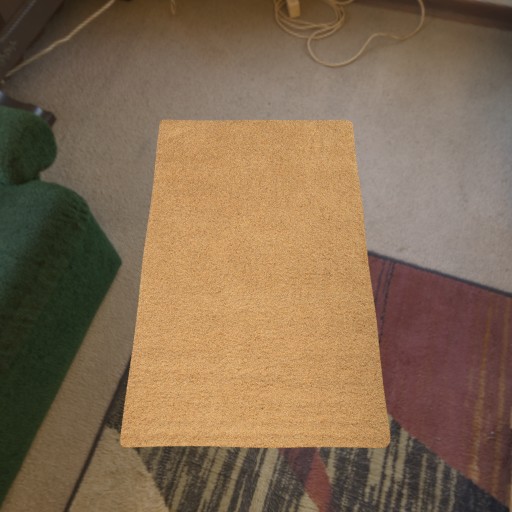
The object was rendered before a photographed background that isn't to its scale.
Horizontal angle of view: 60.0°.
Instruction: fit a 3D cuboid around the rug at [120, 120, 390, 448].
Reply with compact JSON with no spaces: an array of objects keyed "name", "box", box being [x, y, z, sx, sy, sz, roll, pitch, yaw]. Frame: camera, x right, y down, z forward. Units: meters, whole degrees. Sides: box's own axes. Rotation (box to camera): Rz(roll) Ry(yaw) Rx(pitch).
[{"name":"rug","box":[0.000,0.000,2.958,1.500,0.025,2.349,0,64,0]}]
